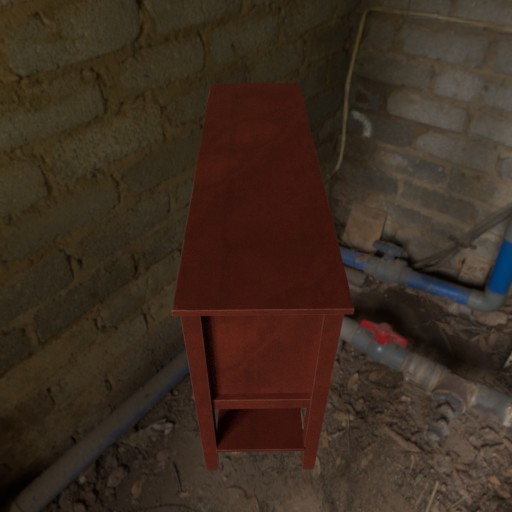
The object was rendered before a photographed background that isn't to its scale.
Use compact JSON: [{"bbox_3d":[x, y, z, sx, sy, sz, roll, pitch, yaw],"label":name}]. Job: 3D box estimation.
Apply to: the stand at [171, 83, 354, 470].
[{"bbox_3d":[0.000,0.000,1.761,0.410,0.872,1.362,-1,41,-1],"label":"stand"}]
